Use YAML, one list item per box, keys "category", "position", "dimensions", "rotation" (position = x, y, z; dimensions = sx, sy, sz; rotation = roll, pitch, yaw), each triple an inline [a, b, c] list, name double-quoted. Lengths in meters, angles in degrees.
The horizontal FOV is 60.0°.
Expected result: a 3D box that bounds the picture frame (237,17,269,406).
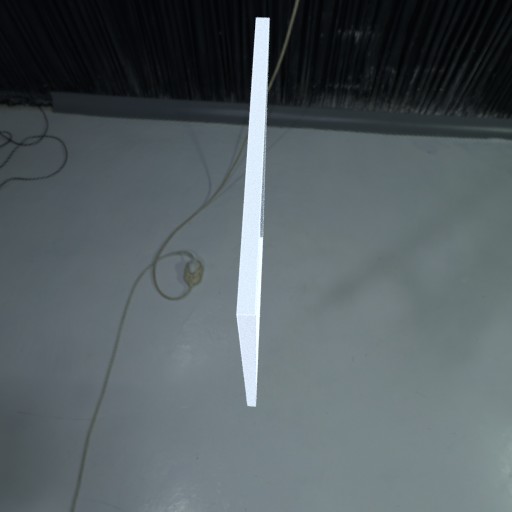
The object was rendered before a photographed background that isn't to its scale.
- category: "picture frame"
  position: [0.000, 0.000, 0.560]
  dimensions: [0.013, 0.434, 0.305]
  rotation: [2, 64, 1]
